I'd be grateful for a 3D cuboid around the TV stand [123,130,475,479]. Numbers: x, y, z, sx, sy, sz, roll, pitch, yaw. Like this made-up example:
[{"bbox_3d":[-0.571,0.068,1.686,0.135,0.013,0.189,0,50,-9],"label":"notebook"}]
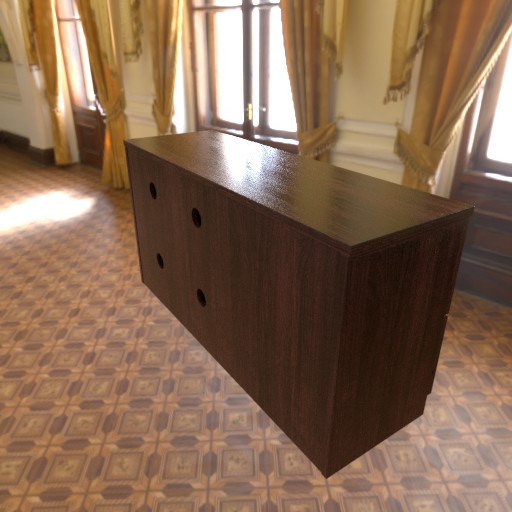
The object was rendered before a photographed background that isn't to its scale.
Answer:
[{"bbox_3d":[0.000,0.000,1.467,0.404,0.614,1.192,-16,30,-31],"label":"TV stand"}]
